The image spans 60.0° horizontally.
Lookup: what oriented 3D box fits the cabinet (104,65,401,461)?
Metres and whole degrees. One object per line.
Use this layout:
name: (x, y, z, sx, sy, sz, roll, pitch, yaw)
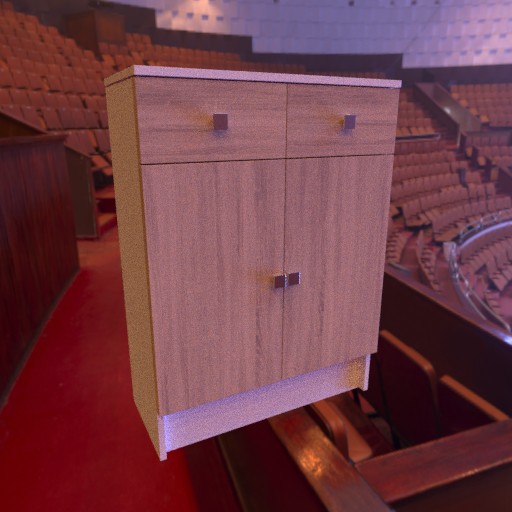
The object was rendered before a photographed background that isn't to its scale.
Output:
cabinet: (0.000, 0.000, 1.099, 0.600, 0.815, 0.296, -9, 19, -26)
